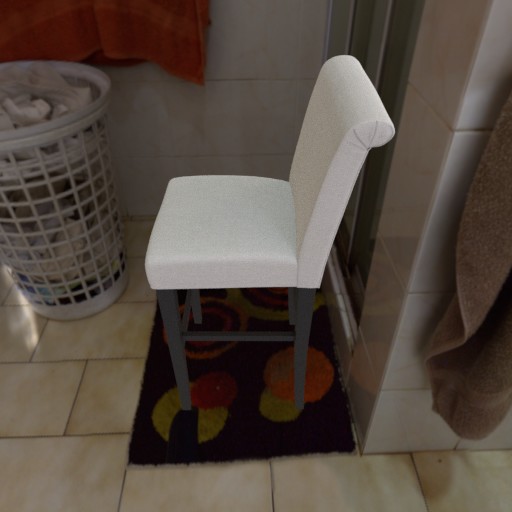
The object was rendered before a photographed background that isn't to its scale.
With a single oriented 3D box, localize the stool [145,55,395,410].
[{"bbox_3d":[0.000,0.000,1.449,0.597,1.124,0.452,0,41,0],"label":"stool"}]
